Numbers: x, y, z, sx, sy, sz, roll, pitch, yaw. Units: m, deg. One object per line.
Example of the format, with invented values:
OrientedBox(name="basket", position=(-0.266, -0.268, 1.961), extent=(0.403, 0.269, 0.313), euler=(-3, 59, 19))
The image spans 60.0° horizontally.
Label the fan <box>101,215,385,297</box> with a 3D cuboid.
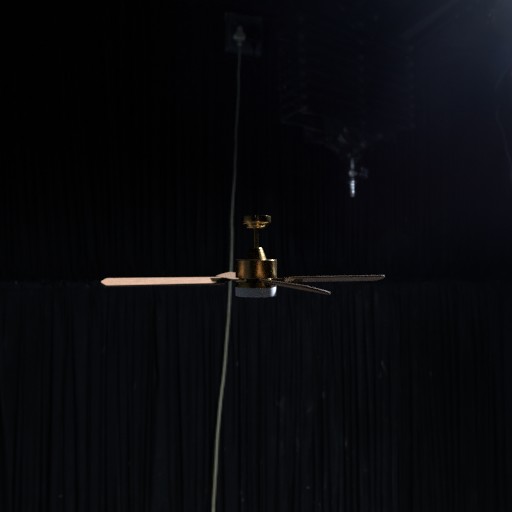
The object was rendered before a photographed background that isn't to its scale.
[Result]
OrientedBox(name="fan", position=(0.000, 0.000, 2.000), extent=(1.320, 0.355, 1.320), euler=(0, 0, -18))
